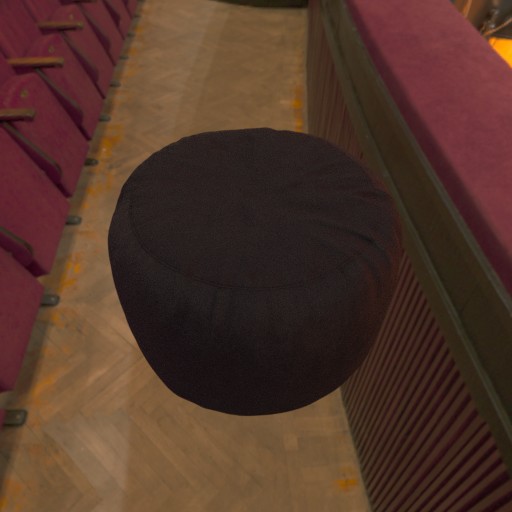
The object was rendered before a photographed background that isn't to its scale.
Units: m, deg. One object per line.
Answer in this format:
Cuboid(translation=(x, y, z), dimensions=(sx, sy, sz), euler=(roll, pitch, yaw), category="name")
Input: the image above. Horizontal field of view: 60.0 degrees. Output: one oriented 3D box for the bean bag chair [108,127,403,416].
Cuboid(translation=(0.000, 0.000, 1.981), dimensions=(1.219, 0.762, 1.219), euler=(0, 45, 0), category="bean bag chair")
